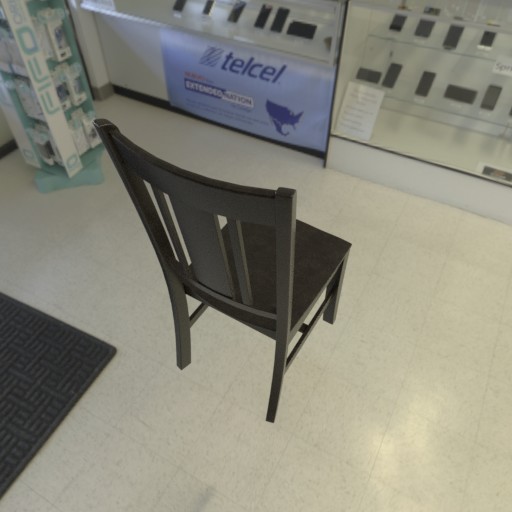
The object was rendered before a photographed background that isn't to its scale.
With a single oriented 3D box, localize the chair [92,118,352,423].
[{"bbox_3d":[0.000,0.000,1.308,0.450,0.998,0.555,24,51,21],"label":"chair"}]
